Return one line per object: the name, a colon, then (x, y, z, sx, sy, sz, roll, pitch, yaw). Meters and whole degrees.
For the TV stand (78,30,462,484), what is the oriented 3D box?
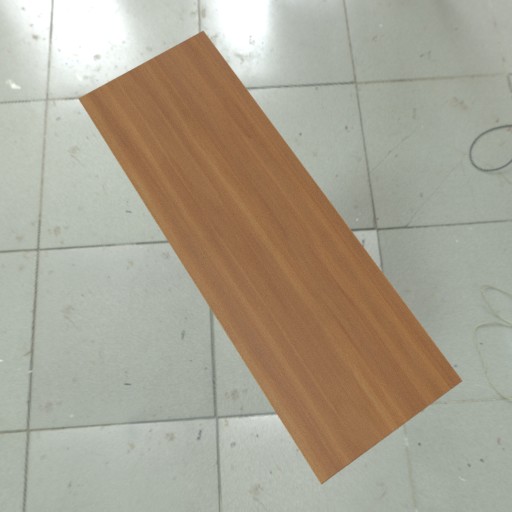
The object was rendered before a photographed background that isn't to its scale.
TV stand: (0.000, 0.000, 1.435, 0.417, 0.607, 1.181, -32, 78, -8)
